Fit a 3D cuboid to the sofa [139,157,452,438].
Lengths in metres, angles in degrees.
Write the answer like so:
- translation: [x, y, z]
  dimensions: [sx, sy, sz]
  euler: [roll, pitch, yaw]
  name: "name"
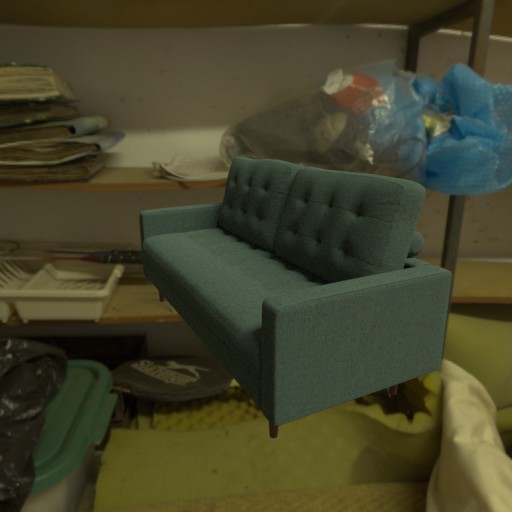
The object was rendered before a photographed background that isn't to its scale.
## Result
- translation: [0.000, 0.000, 2.620]
  dimensions: [0.966, 1.050, 2.010]
  euler: [-8, 19, -26]
  name: "sofa"
